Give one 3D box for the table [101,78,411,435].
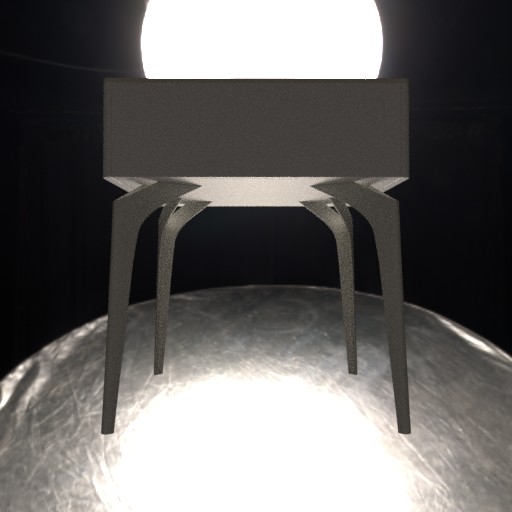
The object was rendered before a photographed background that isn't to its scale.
[{"bbox_3d":[0.000,0.000,0.904,0.500,0.570,0.400,0,-1,0],"label":"table"}]
